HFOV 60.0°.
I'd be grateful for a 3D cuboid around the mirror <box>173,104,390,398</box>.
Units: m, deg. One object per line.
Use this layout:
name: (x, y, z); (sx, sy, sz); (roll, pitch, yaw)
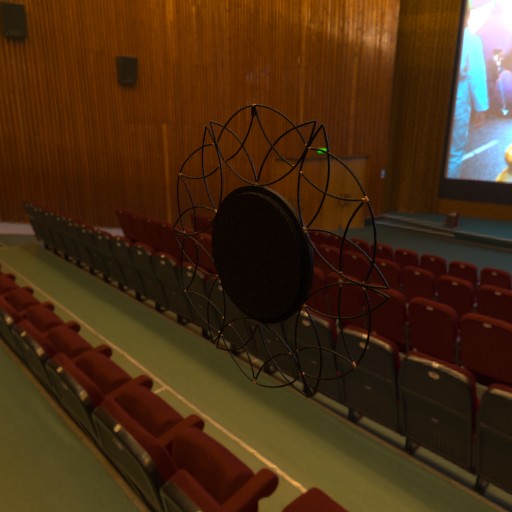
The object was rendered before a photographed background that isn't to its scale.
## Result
mirror: (0.000, 0.000, 1.195); (0.028, 0.775, 0.797); (-15, 22, -42)
